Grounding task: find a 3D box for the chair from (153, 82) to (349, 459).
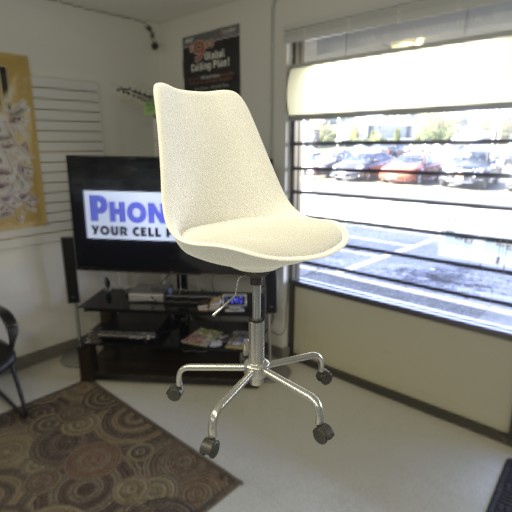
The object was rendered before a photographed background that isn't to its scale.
[{"bbox_3d":[0.000,0.000,1.238,0.550,0.930,0.550,14,20,43],"label":"chair"}]
